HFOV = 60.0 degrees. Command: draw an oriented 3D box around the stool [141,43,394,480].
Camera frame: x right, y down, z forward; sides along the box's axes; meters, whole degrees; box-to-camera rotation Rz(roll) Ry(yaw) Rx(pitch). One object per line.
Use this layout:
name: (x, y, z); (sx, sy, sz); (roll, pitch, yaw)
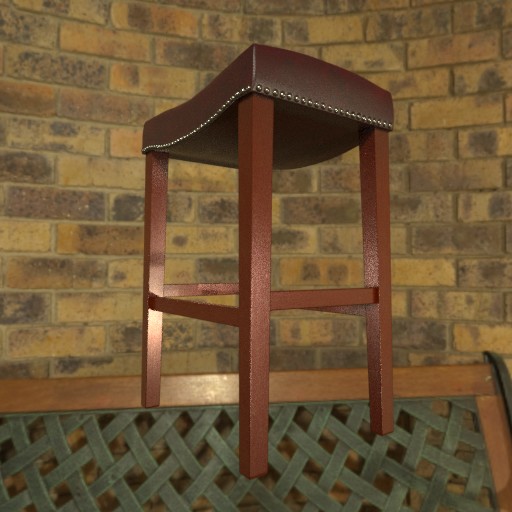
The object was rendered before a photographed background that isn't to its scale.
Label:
stool: (0.000, 0.000, 1.023); (0.372, 0.742, 0.504); (1, -2, -35)
